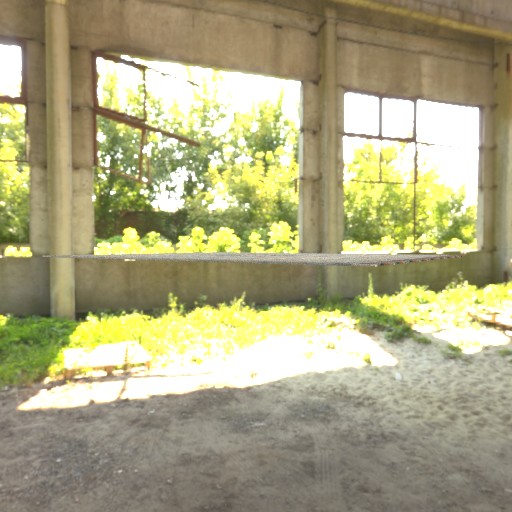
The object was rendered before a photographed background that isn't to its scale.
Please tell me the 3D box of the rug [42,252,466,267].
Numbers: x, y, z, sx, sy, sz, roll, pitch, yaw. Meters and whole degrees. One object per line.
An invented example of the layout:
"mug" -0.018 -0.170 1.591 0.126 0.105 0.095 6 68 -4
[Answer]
"rug" 0.000 0.000 2.239 1.730 0.009 1.278 1 2 35
